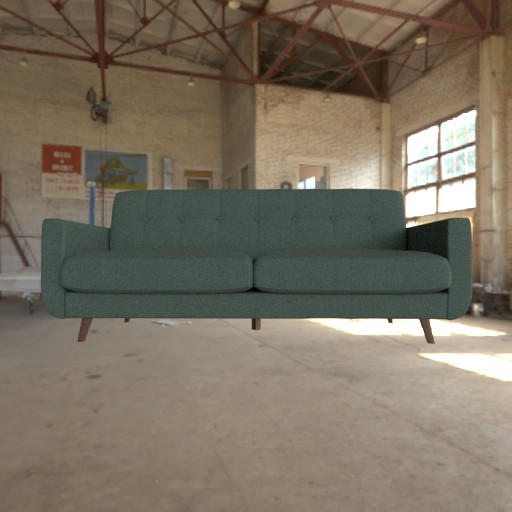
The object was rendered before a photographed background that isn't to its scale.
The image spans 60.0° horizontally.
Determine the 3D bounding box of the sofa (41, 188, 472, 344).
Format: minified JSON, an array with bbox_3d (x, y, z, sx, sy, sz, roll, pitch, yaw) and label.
[{"bbox_3d":[0.000,0.000,2.471,2.029,0.841,0.909,0,-1,2],"label":"sofa"}]
